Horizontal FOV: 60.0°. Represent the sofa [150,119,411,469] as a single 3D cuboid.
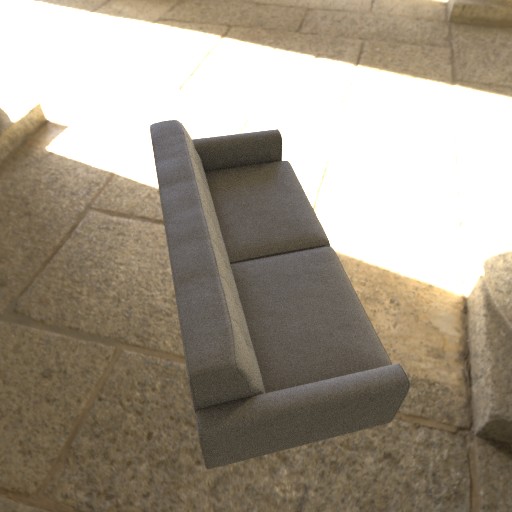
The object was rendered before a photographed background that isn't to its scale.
[{"bbox_3d":[0.000,0.000,2.580,0.968,0.873,2.055,-10,48,-9],"label":"sofa"}]
